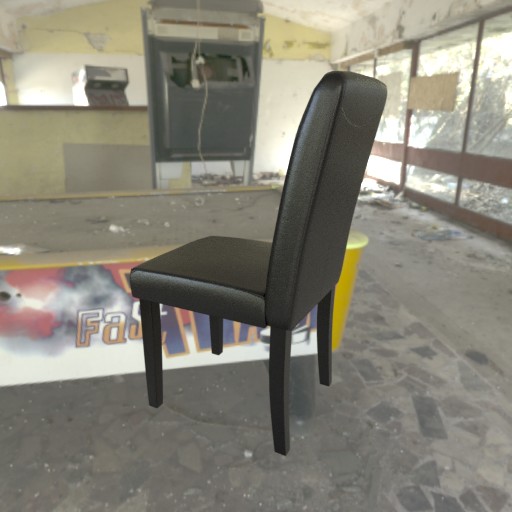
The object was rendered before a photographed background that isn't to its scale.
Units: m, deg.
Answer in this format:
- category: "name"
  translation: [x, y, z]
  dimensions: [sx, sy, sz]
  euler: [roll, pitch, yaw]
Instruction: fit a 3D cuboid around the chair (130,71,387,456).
- category: "chair"
  translation: [0.000, 0.000, 1.204]
  dimensions: [0.556, 0.897, 0.399]
  euler: [9, 20, 26]
